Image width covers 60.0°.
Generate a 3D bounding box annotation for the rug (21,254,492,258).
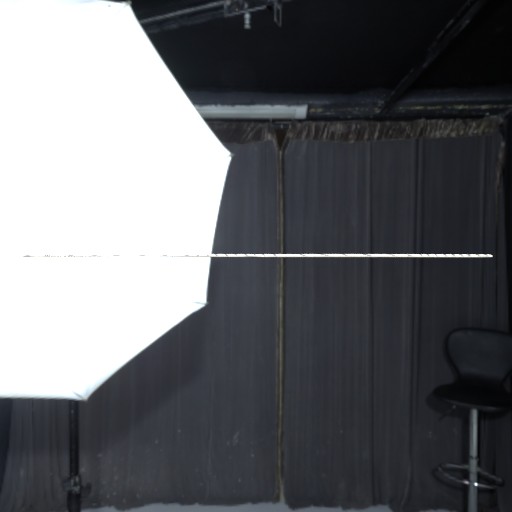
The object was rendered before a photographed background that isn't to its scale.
[{"bbox_3d":[0.000,0.000,2.665,2.439,0.020,0.773,0,0,0],"label":"rug"}]
